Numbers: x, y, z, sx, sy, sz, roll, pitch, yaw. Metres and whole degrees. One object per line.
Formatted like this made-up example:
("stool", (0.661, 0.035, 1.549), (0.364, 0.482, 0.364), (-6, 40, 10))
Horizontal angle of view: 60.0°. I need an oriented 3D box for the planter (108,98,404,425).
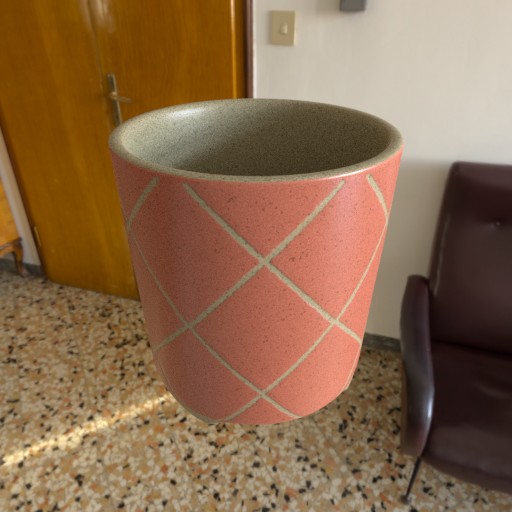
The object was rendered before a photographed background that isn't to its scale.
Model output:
("planter", (0.000, 0.000, 0.347), (0.191, 0.200, 0.191), (0, 31, 0))
